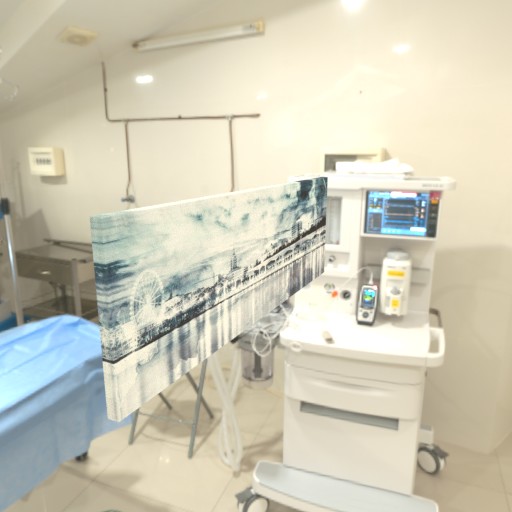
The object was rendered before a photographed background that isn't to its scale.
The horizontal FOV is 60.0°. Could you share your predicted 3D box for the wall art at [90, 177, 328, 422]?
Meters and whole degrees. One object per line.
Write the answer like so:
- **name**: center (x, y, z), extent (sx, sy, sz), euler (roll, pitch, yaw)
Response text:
- **wall art**: center (0.000, 0.000, 1.690), extent (0.037, 0.509, 1.524), euler (7, 15, 27)
